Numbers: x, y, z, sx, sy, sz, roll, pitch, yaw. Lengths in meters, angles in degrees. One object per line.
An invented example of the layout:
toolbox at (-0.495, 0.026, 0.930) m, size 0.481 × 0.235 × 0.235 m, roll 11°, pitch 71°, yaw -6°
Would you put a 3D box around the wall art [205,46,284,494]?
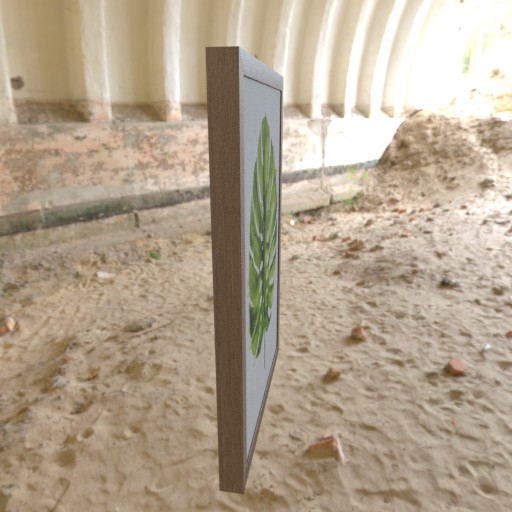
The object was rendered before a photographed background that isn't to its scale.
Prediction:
wall art at (0.000, 0.000, 0.645) m, size 0.032 × 0.510 × 0.358 m, roll 3°, pitch 18°, yaw 9°
